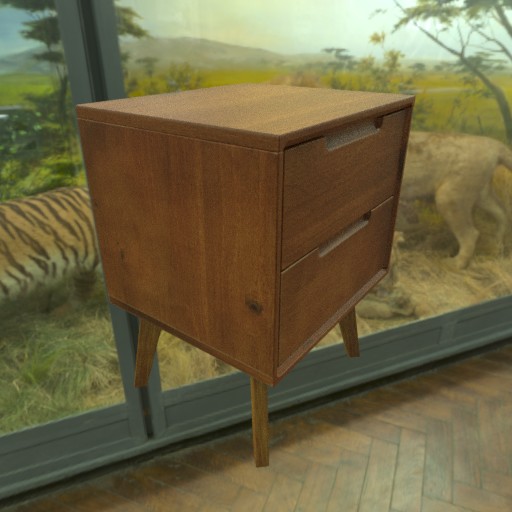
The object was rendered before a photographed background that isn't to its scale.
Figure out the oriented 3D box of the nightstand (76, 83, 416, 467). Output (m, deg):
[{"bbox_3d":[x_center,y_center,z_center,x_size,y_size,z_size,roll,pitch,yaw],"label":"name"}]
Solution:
[{"bbox_3d":[0.000,0.000,0.922,0.411,0.618,0.460,19,32,32],"label":"nightstand"}]
